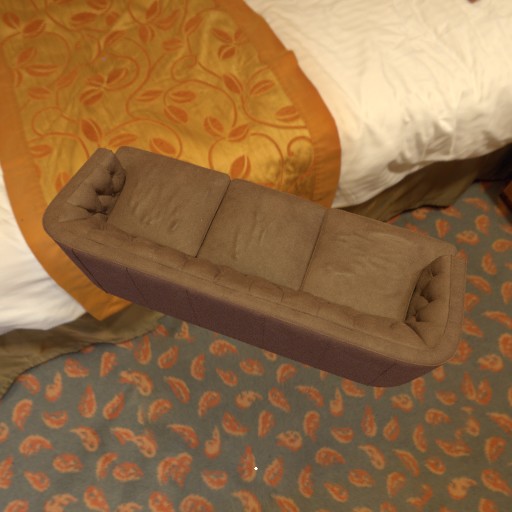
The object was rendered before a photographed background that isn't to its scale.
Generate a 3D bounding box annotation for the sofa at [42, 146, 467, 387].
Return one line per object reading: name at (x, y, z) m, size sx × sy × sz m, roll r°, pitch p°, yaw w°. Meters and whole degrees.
sofa at (0.000, 0.000, 2.631) m, size 2.227 × 0.787 × 0.927 m, roll 18°, pitch 66°, yaw 8°
